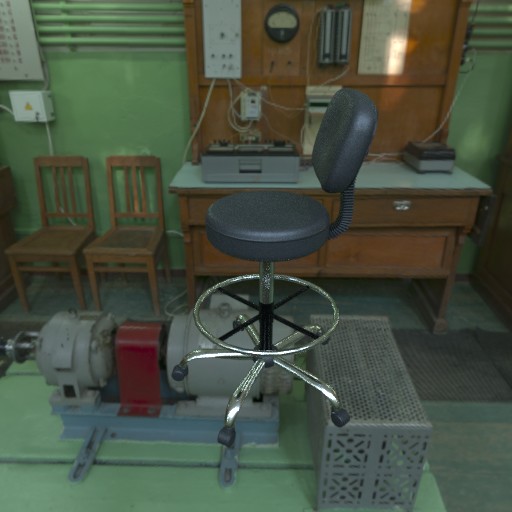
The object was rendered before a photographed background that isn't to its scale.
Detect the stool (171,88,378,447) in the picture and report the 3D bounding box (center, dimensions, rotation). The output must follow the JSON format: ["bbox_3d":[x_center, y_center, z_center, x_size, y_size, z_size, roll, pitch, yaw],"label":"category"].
[{"bbox_3d":[0.000,0.000,1.515,0.658,1.069,0.694,0,26,0],"label":"stool"}]
